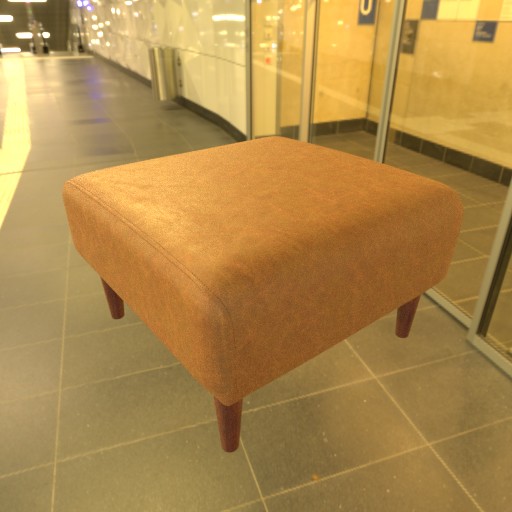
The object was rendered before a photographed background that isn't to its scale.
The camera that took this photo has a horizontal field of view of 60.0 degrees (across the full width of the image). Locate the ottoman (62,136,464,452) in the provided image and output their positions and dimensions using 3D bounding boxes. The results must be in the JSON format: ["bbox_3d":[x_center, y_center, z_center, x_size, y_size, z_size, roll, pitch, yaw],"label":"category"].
[{"bbox_3d":[0.000,0.000,1.032,0.650,0.399,0.650,-21,35,-33],"label":"ottoman"}]
